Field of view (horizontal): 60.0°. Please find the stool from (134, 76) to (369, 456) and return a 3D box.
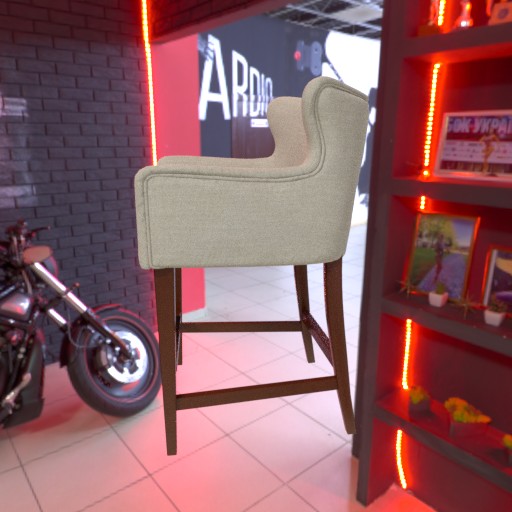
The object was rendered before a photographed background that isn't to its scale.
[{"bbox_3d":[0.000,0.000,1.385,0.637,0.987,0.615,-2,15,-7],"label":"stool"}]
